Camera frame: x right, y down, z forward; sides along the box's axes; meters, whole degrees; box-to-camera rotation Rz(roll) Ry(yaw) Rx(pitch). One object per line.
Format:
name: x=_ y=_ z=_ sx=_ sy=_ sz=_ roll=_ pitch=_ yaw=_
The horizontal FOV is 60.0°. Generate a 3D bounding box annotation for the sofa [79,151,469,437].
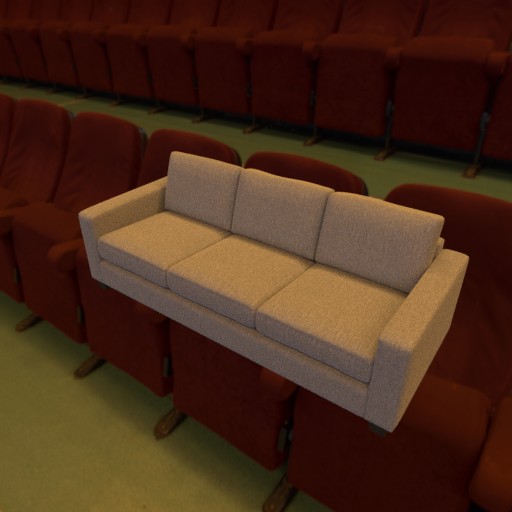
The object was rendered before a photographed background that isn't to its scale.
sofa: x=0.000 y=0.000 z=2.608 sx=2.120 sy=0.800 sz=0.900 roll=20 pitch=36 yaw=30
